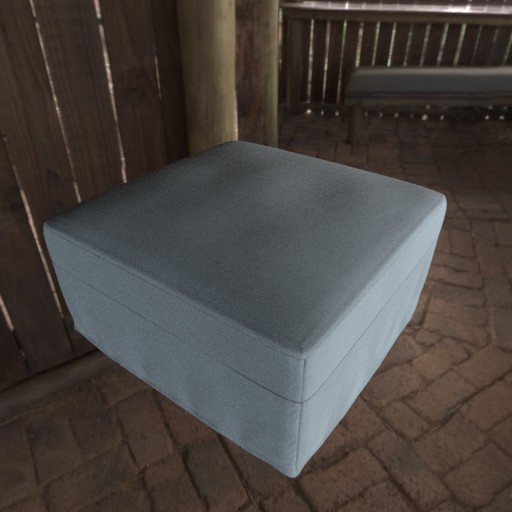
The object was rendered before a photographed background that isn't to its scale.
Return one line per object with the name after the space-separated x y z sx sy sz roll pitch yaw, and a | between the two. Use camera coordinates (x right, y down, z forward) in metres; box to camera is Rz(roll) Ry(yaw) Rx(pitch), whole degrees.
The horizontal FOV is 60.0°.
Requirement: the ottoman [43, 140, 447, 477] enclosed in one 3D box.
0.000 0.000 1.324 0.843 0.441 0.842 22 40 30 | ottoman
